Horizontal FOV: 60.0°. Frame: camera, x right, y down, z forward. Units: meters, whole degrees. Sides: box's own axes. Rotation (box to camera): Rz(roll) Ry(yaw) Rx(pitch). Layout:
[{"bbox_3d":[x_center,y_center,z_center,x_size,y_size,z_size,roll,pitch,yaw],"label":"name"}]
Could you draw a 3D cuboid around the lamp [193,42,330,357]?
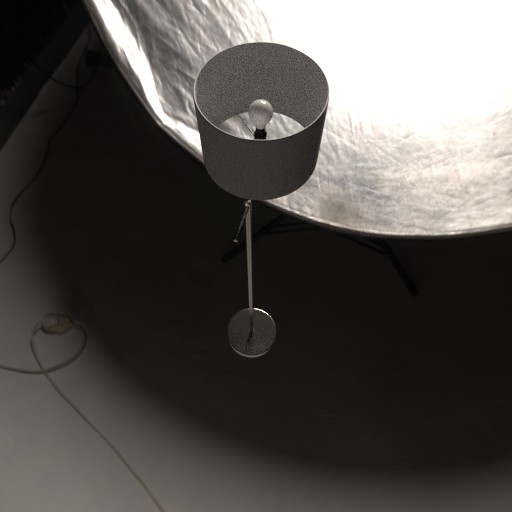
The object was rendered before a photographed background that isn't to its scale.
[{"bbox_3d":[0.000,0.000,1.744,0.324,1.600,0.416,14,64,7],"label":"lamp"}]
